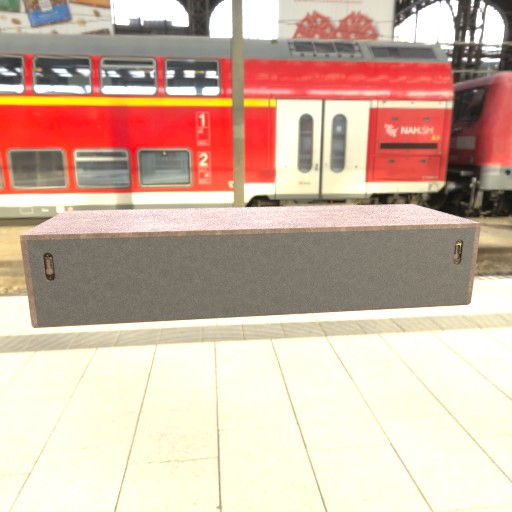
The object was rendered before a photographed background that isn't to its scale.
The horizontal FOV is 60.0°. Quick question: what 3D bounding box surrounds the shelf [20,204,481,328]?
[{"bbox_3d":[0.000,0.000,0.692,0.610,0.125,0.200,-2,14,-8],"label":"shelf"}]
